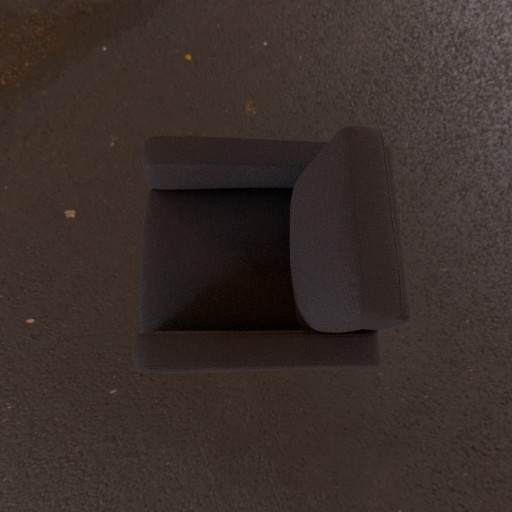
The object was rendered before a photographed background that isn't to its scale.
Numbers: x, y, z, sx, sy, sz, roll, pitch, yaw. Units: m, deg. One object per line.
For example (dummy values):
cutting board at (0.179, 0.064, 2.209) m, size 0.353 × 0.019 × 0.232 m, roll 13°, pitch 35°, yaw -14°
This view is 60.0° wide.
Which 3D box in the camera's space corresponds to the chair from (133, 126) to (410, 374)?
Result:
chair at (0.000, 0.000, 1.573) m, size 0.863 × 0.855 × 0.798 m, roll -1°, pitch 75°, yaw 0°
